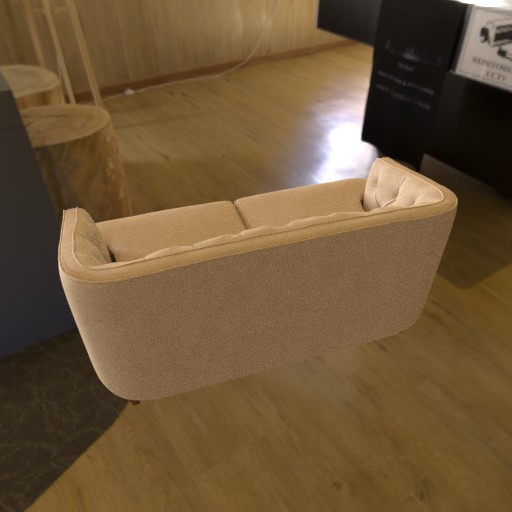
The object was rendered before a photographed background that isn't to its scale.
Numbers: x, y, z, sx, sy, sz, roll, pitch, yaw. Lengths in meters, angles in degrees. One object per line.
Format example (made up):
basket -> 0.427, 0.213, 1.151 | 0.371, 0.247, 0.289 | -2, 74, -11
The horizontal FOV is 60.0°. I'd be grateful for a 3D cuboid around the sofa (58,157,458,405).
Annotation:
sofa -> 0.000, 0.000, 2.241 | 1.731, 0.878, 0.940 | -12, 41, -14
